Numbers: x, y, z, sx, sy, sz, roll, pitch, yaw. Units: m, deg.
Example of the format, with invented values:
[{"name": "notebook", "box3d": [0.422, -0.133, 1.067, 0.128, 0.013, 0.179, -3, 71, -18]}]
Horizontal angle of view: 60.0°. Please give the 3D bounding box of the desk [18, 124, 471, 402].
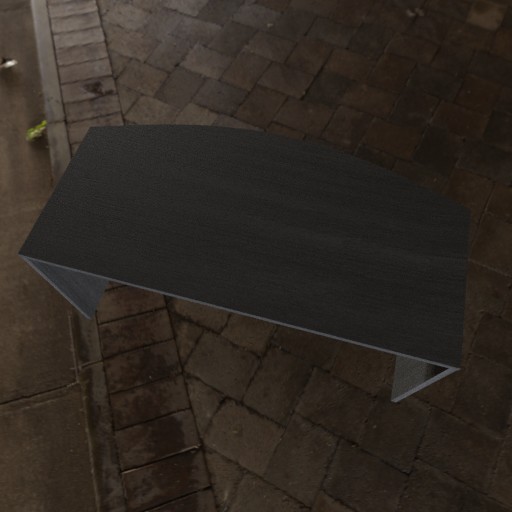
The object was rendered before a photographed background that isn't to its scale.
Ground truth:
[{"name": "desk", "box3d": [0.000, 0.000, 2.044, 1.600, 0.750, 0.802, 14, 64, 7]}]
